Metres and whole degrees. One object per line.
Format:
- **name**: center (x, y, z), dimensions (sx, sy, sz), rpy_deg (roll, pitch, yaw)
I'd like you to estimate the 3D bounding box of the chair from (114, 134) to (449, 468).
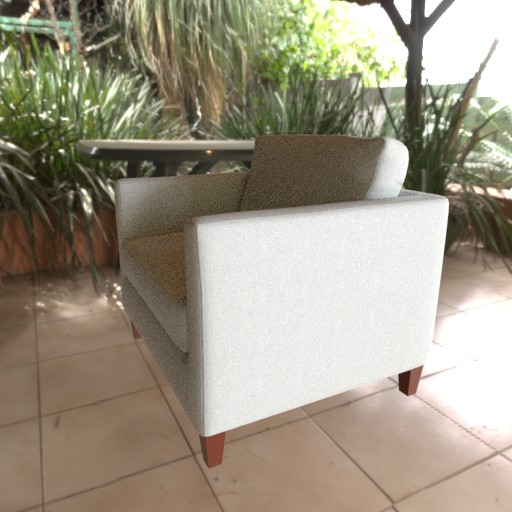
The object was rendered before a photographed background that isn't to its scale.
- **chair**: center (0.000, 0.000, 1.818), dimensions (0.953, 0.961, 1.107), rpy_deg (-8, 18, -26)
